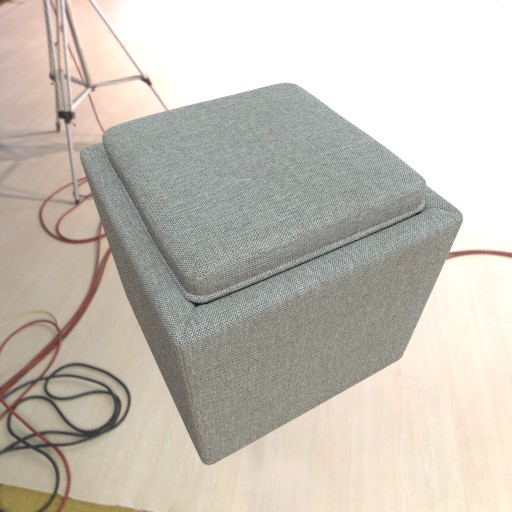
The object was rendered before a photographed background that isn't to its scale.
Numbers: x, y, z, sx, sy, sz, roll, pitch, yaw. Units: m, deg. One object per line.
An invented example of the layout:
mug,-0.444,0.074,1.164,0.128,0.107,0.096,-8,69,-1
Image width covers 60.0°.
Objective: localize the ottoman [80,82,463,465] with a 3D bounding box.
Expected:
ottoman,0.000,0.000,0.814,0.450,0.460,0.450,-22,50,-20
